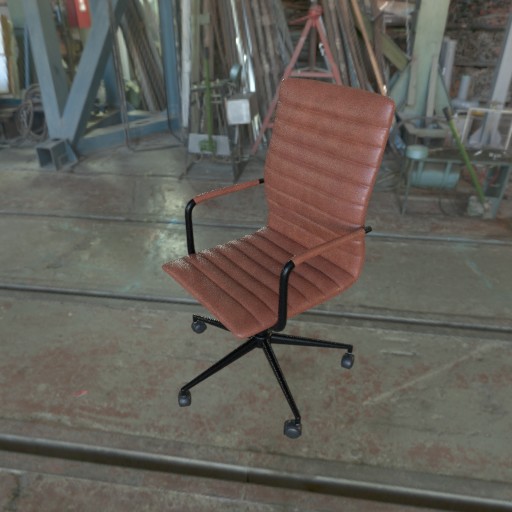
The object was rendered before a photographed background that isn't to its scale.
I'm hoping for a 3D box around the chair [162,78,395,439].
[{"bbox_3d":[0.000,0.000,1.273,0.578,0.878,0.600,-21,37,-31],"label":"chair"}]
